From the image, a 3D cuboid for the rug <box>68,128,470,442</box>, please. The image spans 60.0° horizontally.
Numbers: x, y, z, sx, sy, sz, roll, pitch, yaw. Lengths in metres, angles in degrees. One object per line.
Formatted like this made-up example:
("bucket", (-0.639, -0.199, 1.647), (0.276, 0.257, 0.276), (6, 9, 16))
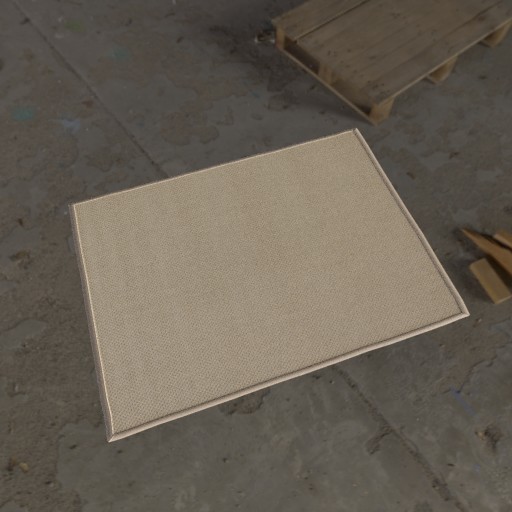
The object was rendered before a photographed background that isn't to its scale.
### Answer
("rug", (0.000, 0.000, 2.705), (2.081, 0.020, 1.525), (-17, 63, -9))
